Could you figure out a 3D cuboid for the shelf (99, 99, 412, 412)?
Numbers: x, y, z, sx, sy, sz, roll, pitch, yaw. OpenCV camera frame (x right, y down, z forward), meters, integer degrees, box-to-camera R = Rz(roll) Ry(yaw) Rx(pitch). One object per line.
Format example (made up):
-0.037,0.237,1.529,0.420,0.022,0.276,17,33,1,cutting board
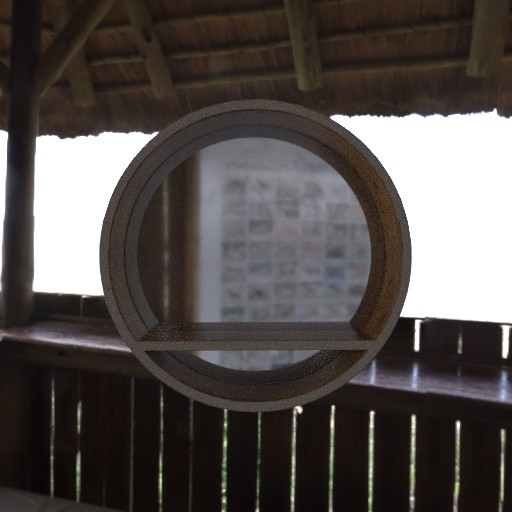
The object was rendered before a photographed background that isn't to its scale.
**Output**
0.000,0.000,1.216,0.806,0.807,0.158,0,1,-1,shelf
